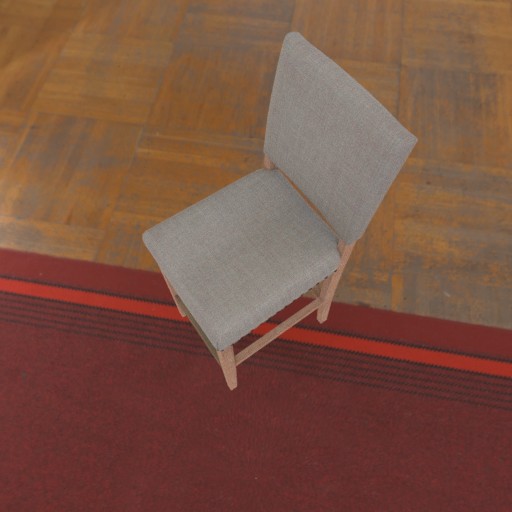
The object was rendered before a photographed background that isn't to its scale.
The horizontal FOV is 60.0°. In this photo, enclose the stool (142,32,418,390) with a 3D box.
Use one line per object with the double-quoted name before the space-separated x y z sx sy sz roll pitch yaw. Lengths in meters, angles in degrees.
"stool" 0.000 0.000 1.495 0.585 1.203 0.445 -32 68 -15
